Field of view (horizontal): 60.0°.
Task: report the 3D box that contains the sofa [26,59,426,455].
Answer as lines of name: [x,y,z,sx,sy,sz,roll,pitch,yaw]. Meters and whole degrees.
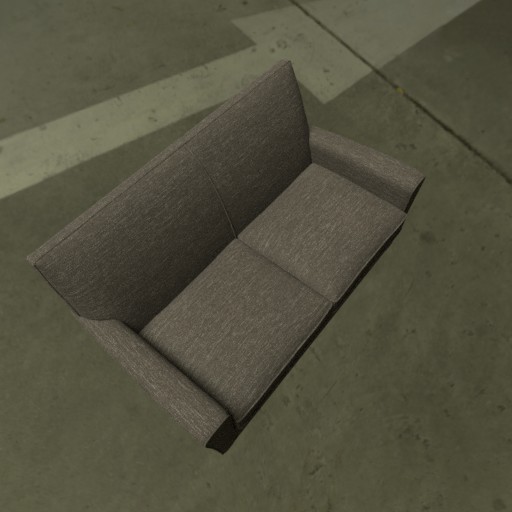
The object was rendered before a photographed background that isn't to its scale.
sofa: [0.000,0.000,2.024,0.867,0.905,1.509,35,64,20]
